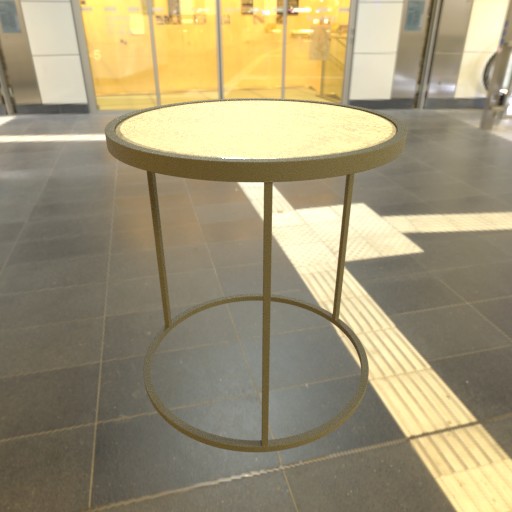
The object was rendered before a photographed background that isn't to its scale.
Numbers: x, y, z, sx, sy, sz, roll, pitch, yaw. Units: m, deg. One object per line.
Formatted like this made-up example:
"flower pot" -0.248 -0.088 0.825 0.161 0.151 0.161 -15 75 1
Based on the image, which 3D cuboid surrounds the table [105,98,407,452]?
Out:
"table" 0.000 0.000 0.835 0.470 0.498 0.470 0 28 0
